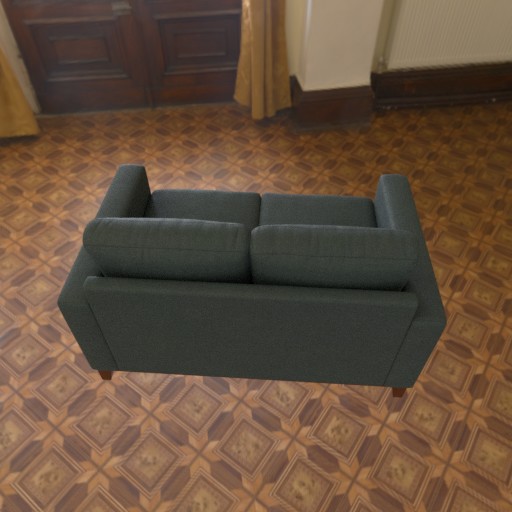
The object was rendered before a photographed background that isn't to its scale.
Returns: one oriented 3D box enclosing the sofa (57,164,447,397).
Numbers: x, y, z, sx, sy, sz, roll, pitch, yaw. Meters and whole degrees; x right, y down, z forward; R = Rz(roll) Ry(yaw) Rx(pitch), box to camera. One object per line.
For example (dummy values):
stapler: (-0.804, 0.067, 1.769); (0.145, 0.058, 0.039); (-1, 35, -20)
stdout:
sofa: (0.000, 0.000, 2.119); (1.489, 0.903, 0.955); (3, 47, 2)
